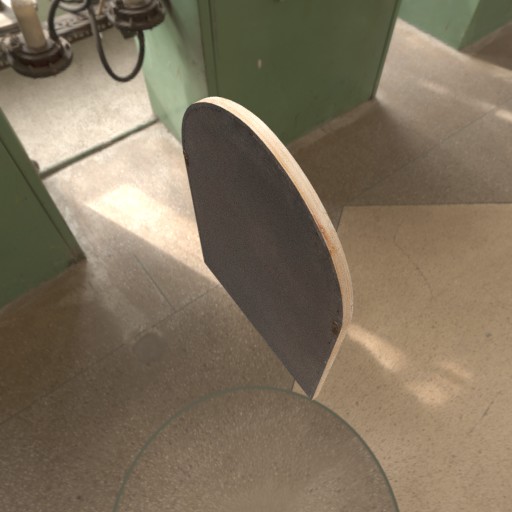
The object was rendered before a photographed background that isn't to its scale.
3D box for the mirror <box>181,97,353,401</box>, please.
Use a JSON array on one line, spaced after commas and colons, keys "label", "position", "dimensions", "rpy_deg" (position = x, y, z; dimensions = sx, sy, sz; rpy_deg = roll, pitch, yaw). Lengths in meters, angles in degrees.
[{"label": "mirror", "position": [0.000, 0.000, 1.218], "dimensions": [0.032, 0.920, 0.660], "rpy_deg": [-32, 63, -18]}]
